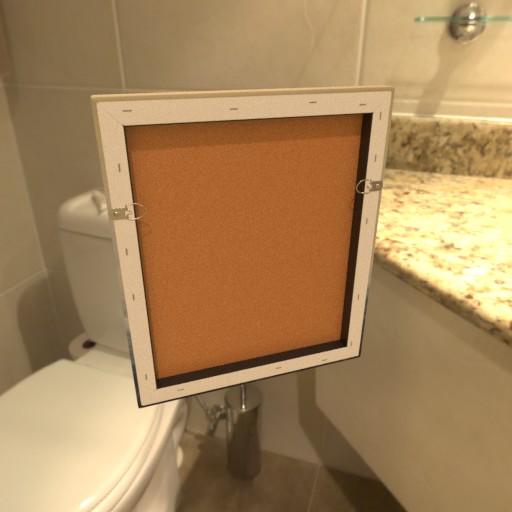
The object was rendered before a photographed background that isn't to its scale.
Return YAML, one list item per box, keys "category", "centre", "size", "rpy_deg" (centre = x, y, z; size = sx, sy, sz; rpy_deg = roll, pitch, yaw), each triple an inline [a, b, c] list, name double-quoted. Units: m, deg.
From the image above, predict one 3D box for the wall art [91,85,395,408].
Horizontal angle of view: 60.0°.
- category: "wall art"
  centre: [0.000, 0.000, 1.010]
  size: [0.608, 0.710, 0.041]
  rpy_deg: [-8, 27, -17]
